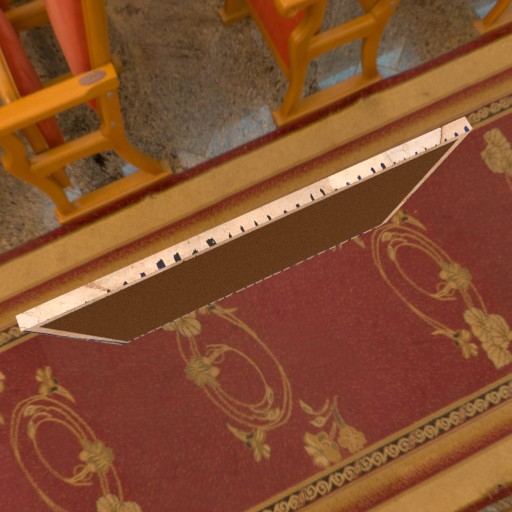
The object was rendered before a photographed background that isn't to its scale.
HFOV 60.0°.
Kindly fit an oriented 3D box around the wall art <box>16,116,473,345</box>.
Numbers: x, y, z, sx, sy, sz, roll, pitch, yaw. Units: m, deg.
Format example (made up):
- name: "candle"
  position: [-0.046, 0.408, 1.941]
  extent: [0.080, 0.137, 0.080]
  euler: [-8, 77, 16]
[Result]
- name: "wall art"
  position: [0.000, 0.000, 1.116]
  extent: [0.919, 0.609, 0.030]
  euler: [-24, 78, -6]
